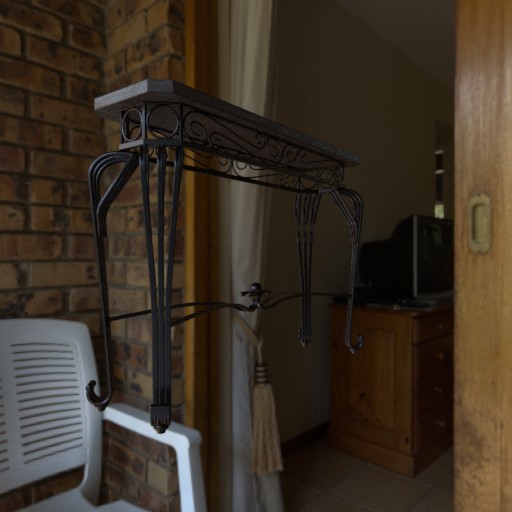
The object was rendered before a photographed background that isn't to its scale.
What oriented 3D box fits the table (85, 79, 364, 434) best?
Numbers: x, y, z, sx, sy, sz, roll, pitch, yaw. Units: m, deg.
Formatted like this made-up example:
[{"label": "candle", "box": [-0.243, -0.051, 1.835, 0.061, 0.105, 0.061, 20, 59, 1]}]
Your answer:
[{"label": "table", "box": [0.000, 0.000, 1.486, 0.329, 0.800, 1.112, 0, 0, 37]}]
